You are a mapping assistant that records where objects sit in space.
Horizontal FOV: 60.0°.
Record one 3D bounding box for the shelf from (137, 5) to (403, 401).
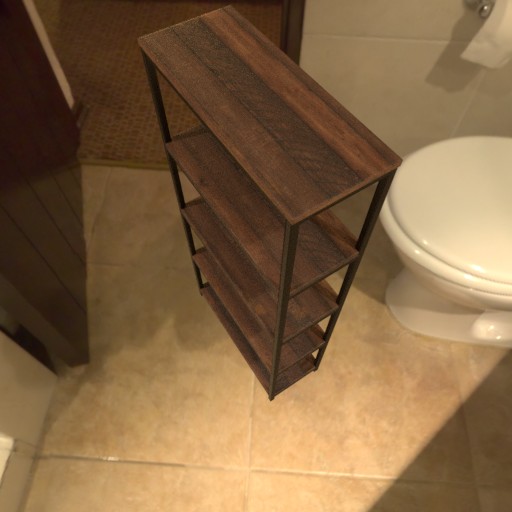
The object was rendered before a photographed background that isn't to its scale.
[{"bbox_3d":[0.000,0.000,2.106,0.359,1.860,0.874,-29,63,-16],"label":"shelf"}]
